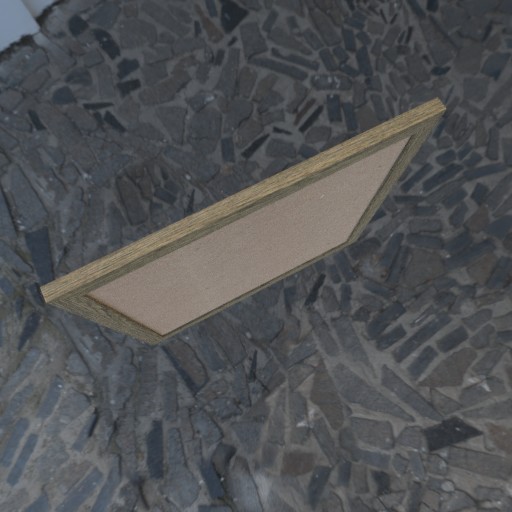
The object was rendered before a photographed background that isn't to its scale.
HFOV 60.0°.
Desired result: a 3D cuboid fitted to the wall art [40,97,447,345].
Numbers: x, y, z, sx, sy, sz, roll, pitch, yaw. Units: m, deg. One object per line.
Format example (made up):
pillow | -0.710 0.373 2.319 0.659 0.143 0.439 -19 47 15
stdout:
wall art | 0.000 0.000 0.745 0.508 0.508 0.019 -27 75 -8
